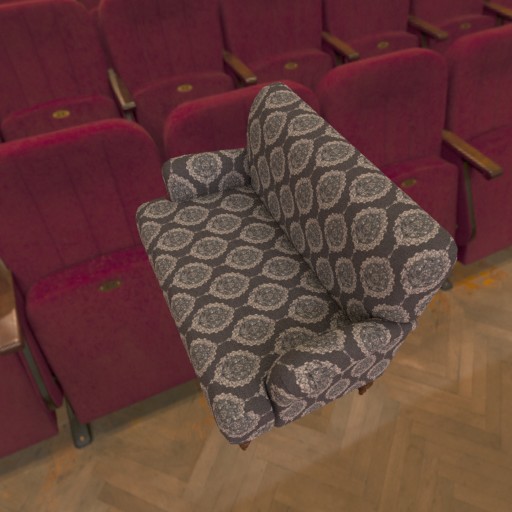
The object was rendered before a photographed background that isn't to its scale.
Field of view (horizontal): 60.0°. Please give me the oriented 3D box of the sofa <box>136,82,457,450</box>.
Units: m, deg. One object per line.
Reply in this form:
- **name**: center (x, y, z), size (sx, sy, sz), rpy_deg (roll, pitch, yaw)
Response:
- **sofa**: center (0.000, 0.000, 1.825), size (0.779, 0.867, 1.297), rpy_deg (-19, 49, -17)
